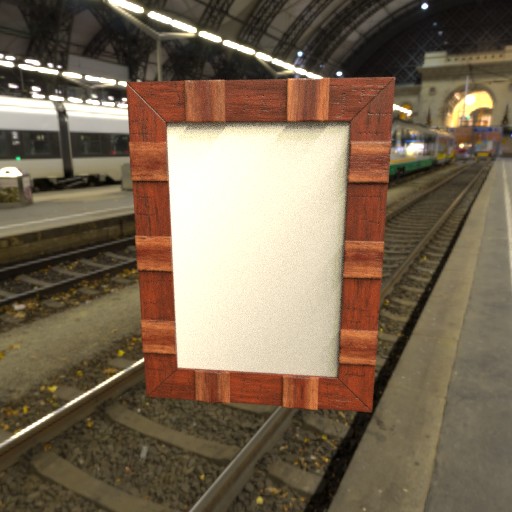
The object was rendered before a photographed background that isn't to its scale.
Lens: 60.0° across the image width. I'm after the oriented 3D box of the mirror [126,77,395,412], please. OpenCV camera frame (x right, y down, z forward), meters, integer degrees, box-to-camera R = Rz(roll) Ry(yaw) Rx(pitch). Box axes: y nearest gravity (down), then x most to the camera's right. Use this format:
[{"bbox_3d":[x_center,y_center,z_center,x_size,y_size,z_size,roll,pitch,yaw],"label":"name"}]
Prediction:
[{"bbox_3d":[0.000,0.000,1.080,0.600,0.805,0.021,2,14,7],"label":"mirror"}]
